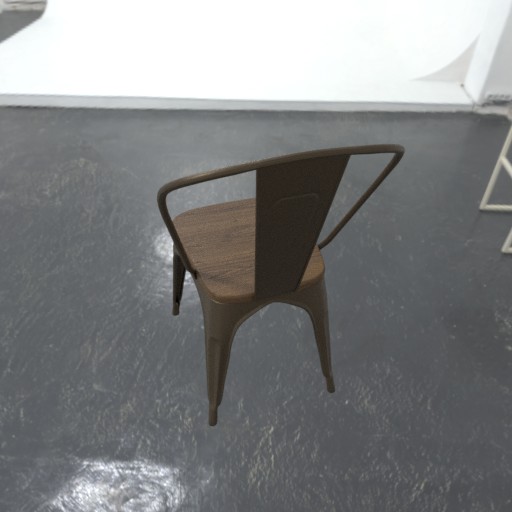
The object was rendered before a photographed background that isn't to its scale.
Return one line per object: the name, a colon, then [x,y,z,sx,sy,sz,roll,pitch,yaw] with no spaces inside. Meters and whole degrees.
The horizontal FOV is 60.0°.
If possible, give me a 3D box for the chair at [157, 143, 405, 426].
chair: [0.000,0.000,1.121,0.451,0.844,0.532,-11,42,-13]
